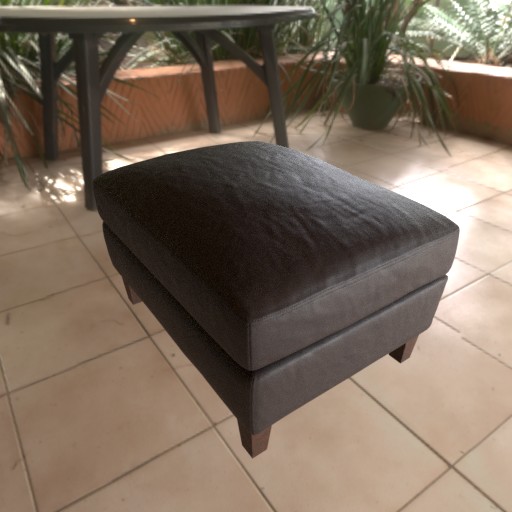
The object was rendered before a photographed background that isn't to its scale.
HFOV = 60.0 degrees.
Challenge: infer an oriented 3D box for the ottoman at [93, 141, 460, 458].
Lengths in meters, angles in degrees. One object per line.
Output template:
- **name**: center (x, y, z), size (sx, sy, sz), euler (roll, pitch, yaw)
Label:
- **ottoman**: center (0.000, 0.000, 1.300), size (0.659, 0.529, 0.887), euler (-20, 37, -30)
